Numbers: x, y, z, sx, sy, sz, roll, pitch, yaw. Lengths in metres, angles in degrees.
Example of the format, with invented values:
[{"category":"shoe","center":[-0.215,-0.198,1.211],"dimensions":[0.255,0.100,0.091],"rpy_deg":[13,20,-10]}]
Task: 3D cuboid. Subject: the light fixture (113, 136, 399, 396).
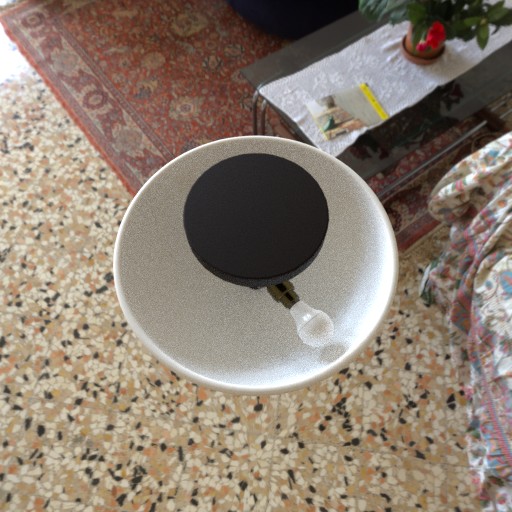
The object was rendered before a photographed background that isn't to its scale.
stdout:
[{"category":"light fixture","center":[0.000,0.000,0.537],"dimensions":[0.331,0.212,0.331],"rpy_deg":[0,65,0]}]
